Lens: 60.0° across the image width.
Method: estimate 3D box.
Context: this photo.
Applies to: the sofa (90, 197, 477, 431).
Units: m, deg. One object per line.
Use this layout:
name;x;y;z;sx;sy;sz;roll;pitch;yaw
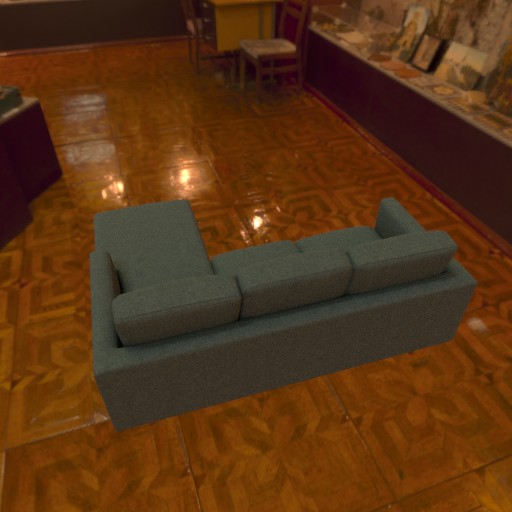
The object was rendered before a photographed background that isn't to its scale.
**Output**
sofa;0.000;0.000;2.953;2.055;0.957;1.667;-11;42;-13
